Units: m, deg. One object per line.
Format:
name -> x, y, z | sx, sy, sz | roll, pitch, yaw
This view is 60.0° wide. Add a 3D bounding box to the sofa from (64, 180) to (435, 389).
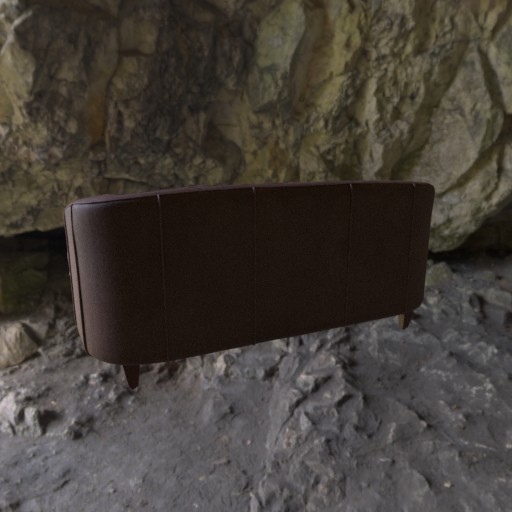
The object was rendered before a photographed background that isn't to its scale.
sofa -> 0.000, 0.000, 2.272 | 1.767, 0.799, 0.917 | -6, 15, -24
